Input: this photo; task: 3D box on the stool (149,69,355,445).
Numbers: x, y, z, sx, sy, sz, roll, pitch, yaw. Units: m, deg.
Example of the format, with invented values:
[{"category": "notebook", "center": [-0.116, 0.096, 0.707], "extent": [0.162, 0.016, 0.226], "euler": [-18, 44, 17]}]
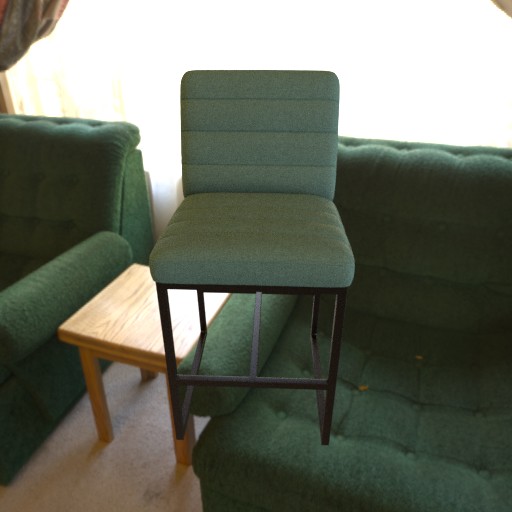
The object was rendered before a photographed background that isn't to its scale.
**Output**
[{"category": "stool", "center": [0.000, 0.000, 1.267], "extent": [0.460, 0.940, 0.560], "euler": [1, 29, 2]}]
